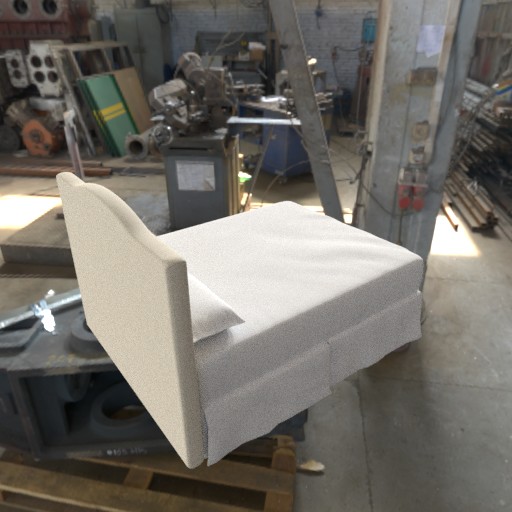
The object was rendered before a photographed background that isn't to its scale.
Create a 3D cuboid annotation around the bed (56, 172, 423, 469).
[{"bbox_3d":[0.000,0.000,3.337,2.196,1.449,1.741,-19,33,-32],"label":"bed"}]
